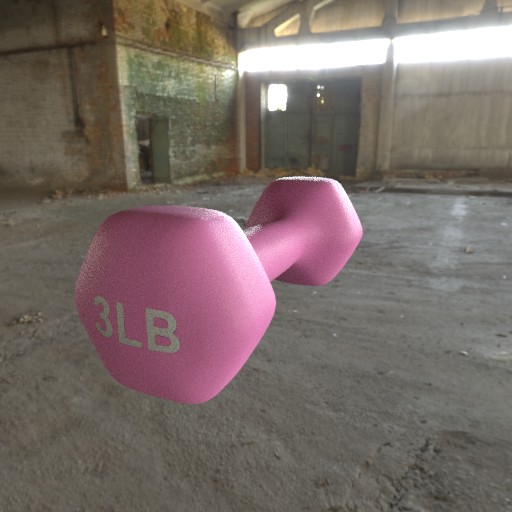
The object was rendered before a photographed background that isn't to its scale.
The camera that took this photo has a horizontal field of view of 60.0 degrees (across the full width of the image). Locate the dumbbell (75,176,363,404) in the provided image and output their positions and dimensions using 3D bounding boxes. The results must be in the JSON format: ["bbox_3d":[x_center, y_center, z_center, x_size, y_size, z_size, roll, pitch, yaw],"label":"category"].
[{"bbox_3d":[0.000,0.000,0.191,0.064,0.058,0.159,7,16,25],"label":"dumbbell"}]
